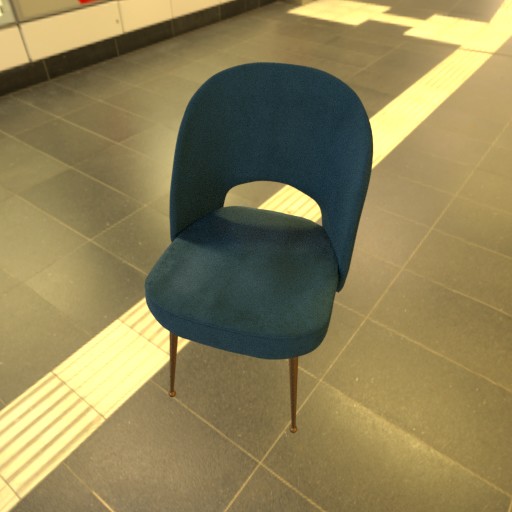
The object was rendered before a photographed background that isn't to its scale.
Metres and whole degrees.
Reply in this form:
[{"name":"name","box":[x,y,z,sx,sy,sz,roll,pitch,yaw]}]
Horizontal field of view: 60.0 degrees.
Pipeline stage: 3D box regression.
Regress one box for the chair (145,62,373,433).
[{"name":"chair","box":[0.000,0.000,1.241,0.527,0.860,0.577,12,43,13]}]
